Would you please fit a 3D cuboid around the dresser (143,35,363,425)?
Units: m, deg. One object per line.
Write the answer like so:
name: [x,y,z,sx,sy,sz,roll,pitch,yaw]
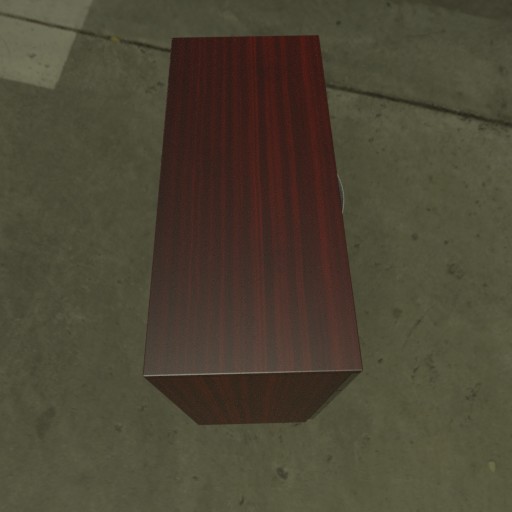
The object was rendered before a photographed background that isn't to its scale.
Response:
dresser: [0.000,0.000,1.155,0.360,0.720,0.750,-1,64,-1]
